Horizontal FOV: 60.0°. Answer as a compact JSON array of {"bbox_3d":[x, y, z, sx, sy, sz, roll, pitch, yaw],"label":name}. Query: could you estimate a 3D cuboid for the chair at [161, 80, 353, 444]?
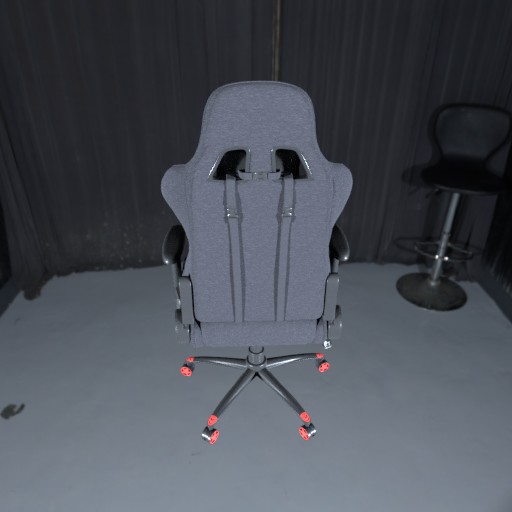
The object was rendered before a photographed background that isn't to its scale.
[{"bbox_3d":[0.000,0.000,1.686,0.695,1.326,0.658,-1,30,-2],"label":"chair"}]
